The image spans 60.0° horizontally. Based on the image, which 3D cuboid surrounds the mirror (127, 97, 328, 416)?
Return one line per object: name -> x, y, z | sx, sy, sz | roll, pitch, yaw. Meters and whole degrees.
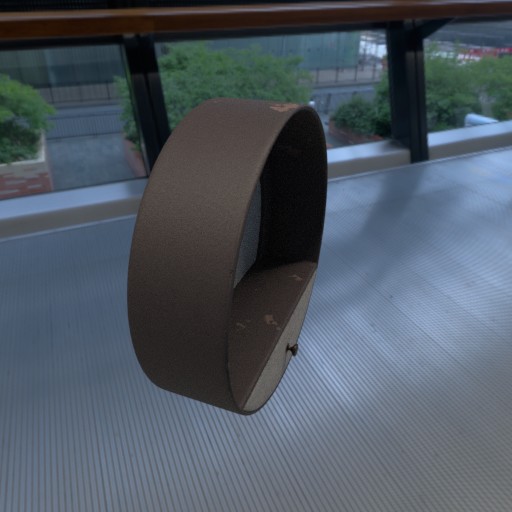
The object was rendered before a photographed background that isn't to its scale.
mirror -> 0.000, 0.000, 0.582 | 0.126, 0.386, 0.386 | 11, 32, 18
